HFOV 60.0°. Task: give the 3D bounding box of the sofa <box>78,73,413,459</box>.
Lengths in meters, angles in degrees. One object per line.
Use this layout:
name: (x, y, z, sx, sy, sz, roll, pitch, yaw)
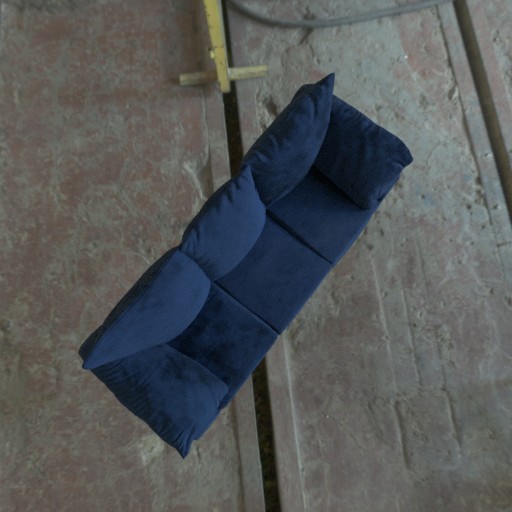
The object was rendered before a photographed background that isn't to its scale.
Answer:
sofa: (0.000, 0.000, 2.909, 0.907, 1.091, 2.390, 37, 79, 8)
